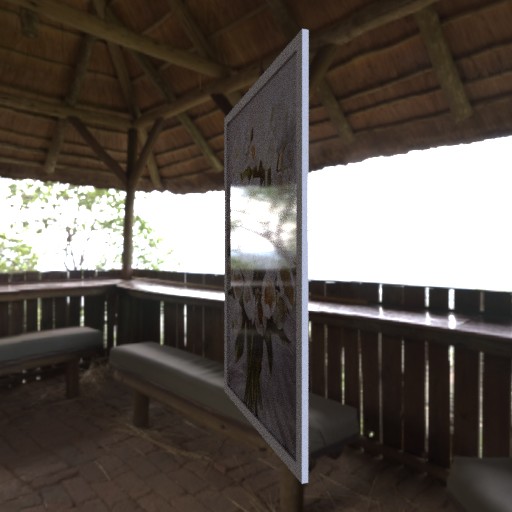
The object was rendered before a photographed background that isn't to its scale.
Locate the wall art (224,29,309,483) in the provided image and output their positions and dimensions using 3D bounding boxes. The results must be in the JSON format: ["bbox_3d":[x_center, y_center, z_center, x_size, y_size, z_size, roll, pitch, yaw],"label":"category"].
[{"bbox_3d":[0.000,0.000,1.256,0.015,0.965,0.660,0,0,-18],"label":"wall art"}]
